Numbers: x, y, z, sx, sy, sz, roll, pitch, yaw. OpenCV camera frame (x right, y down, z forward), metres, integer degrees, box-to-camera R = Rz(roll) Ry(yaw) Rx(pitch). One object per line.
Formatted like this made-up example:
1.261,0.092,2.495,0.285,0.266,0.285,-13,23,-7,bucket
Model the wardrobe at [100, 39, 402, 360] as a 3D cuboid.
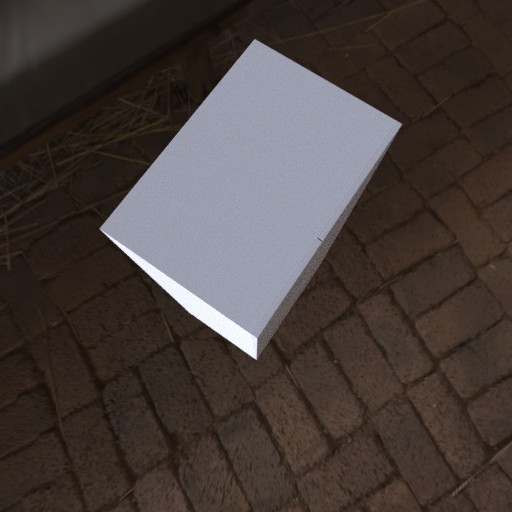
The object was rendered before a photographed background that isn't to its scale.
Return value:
0.000,0.000,2.424,0.600,2.040,0.860,34,78,8,wardrobe
